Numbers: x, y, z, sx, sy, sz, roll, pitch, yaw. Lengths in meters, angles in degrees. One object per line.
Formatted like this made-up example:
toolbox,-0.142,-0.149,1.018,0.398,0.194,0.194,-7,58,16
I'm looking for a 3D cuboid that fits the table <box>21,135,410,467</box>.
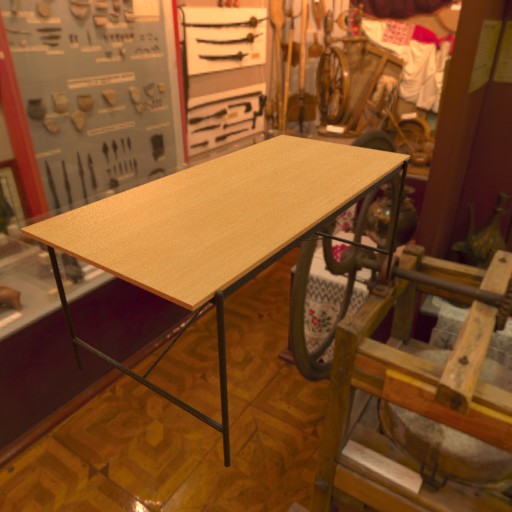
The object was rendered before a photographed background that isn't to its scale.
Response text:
table,0.000,0.000,2.244,0.900,0.758,1.800,19,34,31
